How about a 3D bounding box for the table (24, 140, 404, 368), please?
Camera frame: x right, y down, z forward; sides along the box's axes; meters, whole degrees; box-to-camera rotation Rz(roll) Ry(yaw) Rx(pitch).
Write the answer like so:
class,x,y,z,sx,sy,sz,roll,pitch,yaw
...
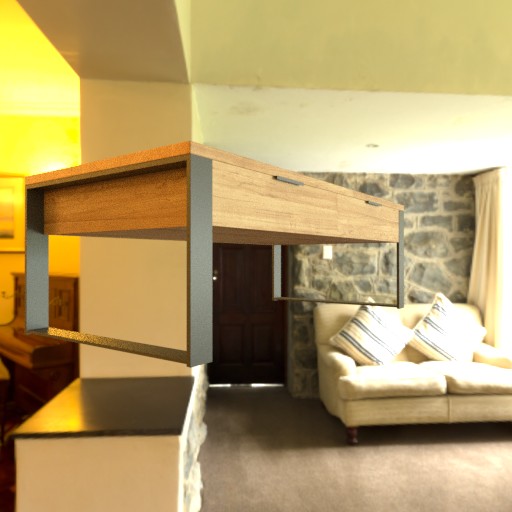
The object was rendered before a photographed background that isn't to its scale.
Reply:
class,x,y,z,sx,sy,sz,roll,pitch,yaw
table,0.000,0.000,1.424,0.590,0.400,1.180,0,0,36
